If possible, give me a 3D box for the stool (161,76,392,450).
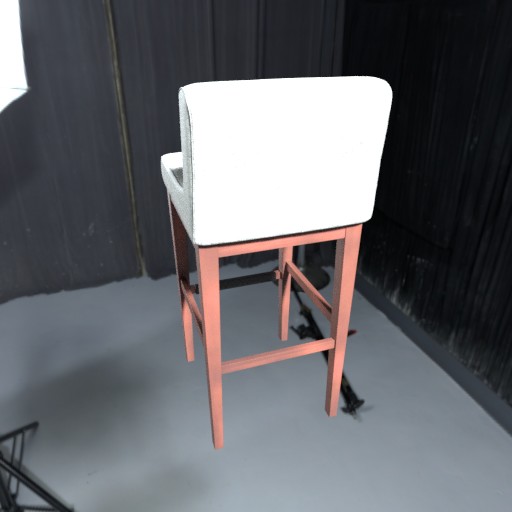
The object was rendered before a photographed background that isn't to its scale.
[{"bbox_3d":[0.000,0.000,1.244,0.426,0.965,0.499,-9,29,-17],"label":"stool"}]
